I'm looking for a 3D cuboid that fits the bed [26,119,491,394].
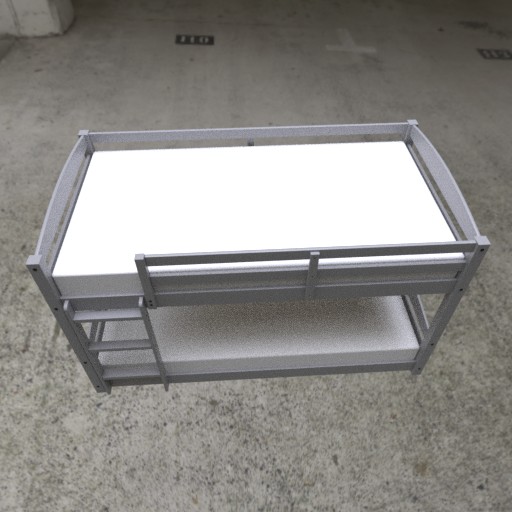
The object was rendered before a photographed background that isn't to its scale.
[{"bbox_3d":[0.000,0.000,2.672,2.013,1.206,1.105,-3,46,-2],"label":"bed"}]
